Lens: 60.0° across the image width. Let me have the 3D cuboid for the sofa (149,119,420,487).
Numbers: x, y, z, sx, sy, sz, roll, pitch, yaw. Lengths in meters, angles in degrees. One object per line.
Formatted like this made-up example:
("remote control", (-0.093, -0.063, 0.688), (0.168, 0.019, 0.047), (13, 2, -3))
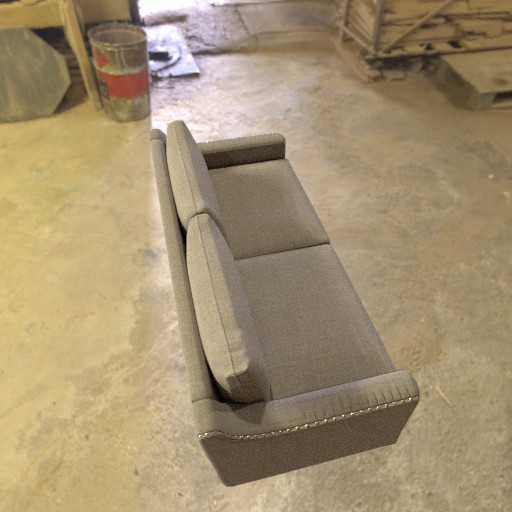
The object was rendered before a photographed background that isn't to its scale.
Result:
("sofa", (0.000, 0.000, 2.640), (1.000, 0.857, 2.208), (-10, 48, -10))
